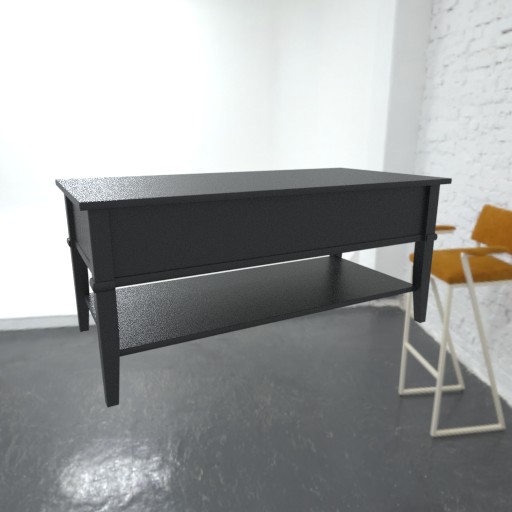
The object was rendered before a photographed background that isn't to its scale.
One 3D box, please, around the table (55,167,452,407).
[{"bbox_3d":[0.000,0.000,1.364,1.044,0.470,0.523,-8,17,-27],"label":"table"}]
